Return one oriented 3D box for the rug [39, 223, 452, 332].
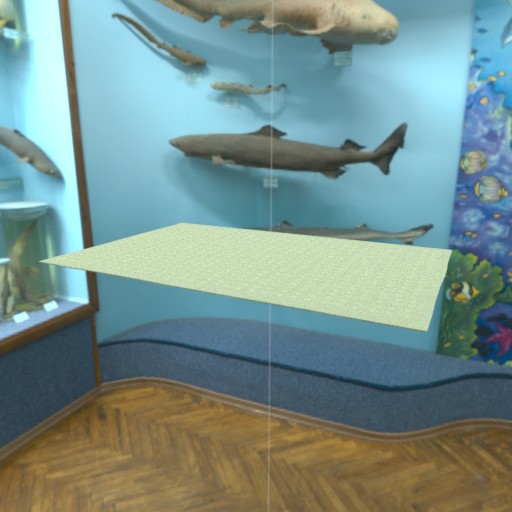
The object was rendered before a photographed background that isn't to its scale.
[{"bbox_3d":[0.000,0.000,2.222,1.747,0.006,1.143,7,16,26],"label":"rug"}]
